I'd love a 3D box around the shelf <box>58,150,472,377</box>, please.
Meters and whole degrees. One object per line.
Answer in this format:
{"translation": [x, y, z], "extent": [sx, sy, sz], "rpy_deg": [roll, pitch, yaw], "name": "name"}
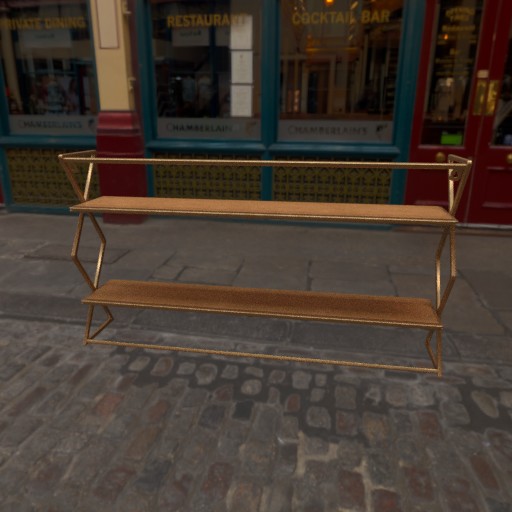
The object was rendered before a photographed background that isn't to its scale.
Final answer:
{"translation": [0.000, 0.000, 1.006], "extent": [0.822, 0.450, 0.150], "rpy_deg": [3, 17, 9], "name": "shelf"}
